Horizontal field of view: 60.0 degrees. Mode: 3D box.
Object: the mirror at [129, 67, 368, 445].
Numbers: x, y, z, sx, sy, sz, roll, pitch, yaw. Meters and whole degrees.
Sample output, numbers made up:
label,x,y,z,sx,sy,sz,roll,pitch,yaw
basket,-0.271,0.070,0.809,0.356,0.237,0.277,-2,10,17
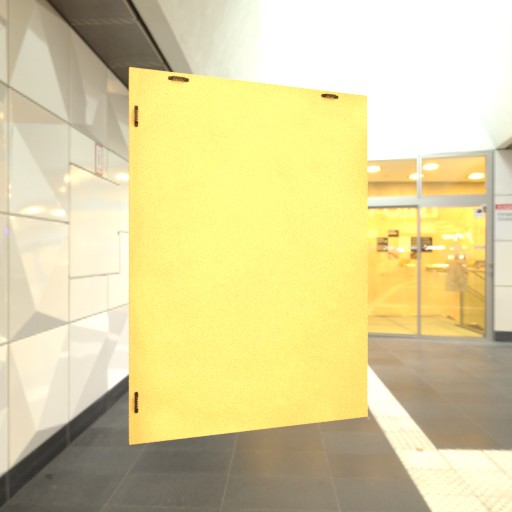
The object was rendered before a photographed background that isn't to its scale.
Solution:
label,x,y,z,sx,sy,sz,roll,pitch,yaw
mirror,0.000,0.000,0.921,0.507,0.710,0.040,0,0,-17
